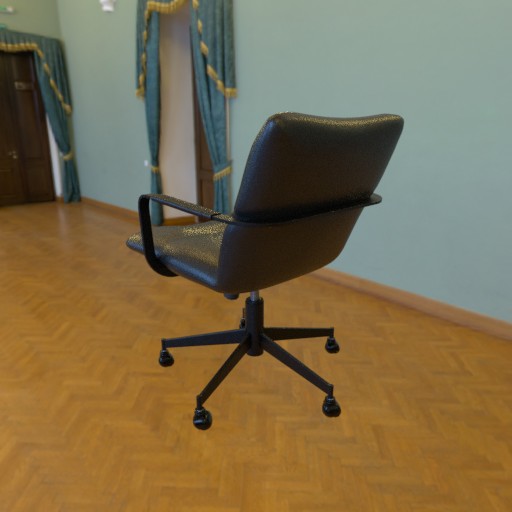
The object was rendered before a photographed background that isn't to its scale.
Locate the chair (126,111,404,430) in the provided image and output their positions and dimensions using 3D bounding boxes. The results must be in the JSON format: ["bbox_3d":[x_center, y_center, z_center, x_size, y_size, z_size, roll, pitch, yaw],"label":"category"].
[{"bbox_3d":[0.000,0.000,1.511,0.719,0.922,0.748,-16,23,-42],"label":"chair"}]
